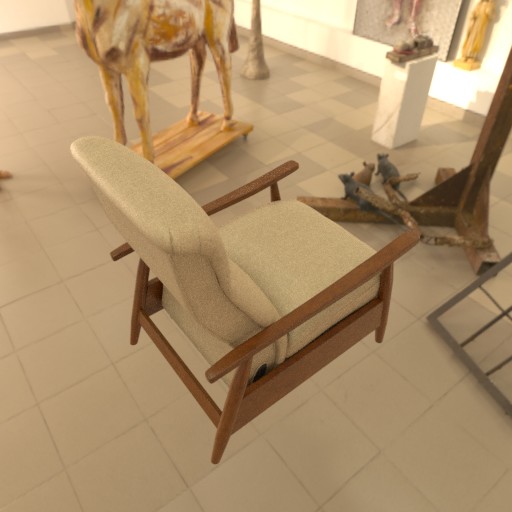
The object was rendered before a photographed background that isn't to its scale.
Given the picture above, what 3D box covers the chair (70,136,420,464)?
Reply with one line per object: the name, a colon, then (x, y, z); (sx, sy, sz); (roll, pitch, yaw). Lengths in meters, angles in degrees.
chair: (0.000, 0.000, 1.754); (1.030, 1.082, 0.762); (-27, 48, -27)
